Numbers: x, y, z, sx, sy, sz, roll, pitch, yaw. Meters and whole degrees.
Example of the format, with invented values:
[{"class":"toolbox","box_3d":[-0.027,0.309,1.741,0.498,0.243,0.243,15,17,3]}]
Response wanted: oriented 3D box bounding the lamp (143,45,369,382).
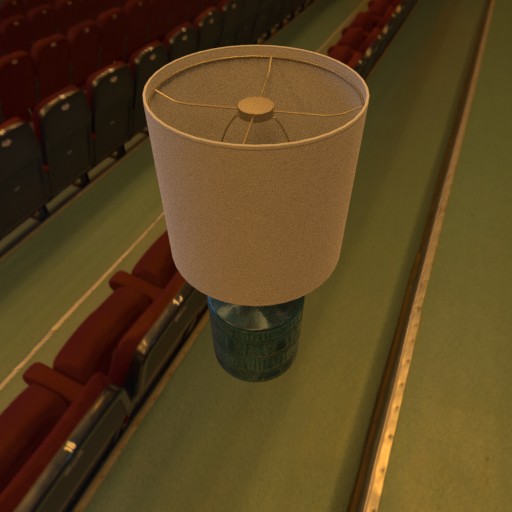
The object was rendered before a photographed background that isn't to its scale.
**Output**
[{"class":"lamp","box_3d":[0.000,0.000,0.580,0.211,0.455,0.211,17,48,16]}]
